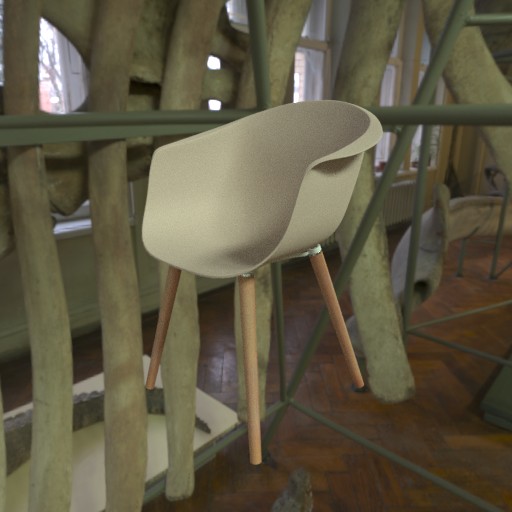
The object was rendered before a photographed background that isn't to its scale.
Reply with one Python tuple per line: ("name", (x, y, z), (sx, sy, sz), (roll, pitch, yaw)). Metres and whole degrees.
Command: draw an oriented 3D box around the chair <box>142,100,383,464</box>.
("chair", (0.000, 0.000, 1.159), (0.593, 0.781, 0.504), (16, 23, 41))
